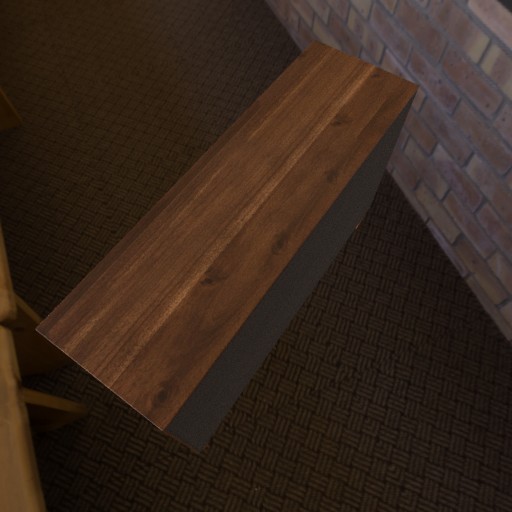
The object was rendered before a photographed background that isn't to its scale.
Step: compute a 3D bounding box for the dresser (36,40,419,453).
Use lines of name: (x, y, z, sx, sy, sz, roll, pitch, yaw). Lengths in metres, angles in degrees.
dresser: (0.000, 0.000, 1.748, 0.438, 0.892, 1.387, 32, 67, 15)
